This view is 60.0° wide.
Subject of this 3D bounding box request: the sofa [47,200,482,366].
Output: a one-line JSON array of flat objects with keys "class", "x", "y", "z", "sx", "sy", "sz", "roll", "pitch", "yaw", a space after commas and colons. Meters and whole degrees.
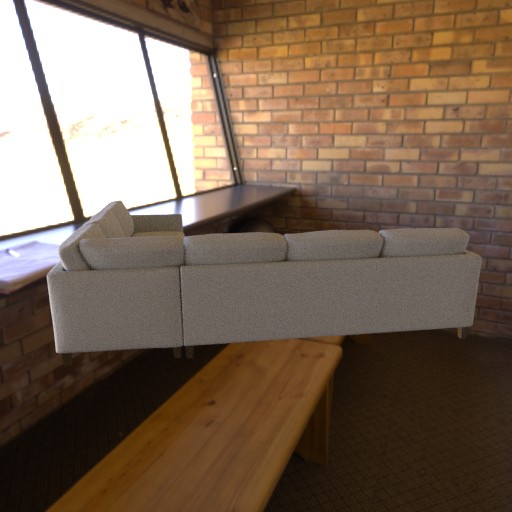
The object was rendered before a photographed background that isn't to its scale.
[{"class": "sofa", "x": 0.000, "y": 0.000, "z": 4.517, "sx": 3.333, "sy": 0.934, "sz": 2.522, "roll": -2, "pitch": 15, "yaw": -8}]
